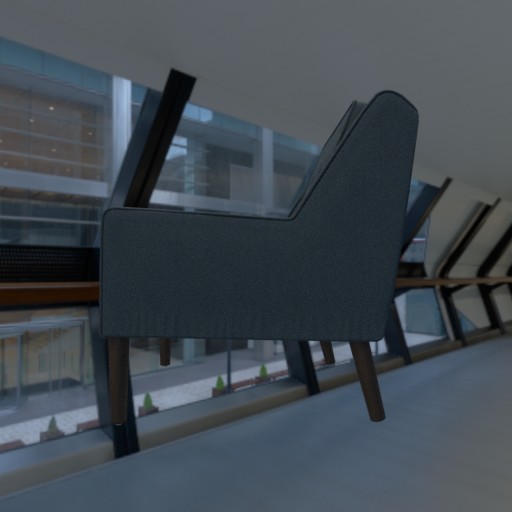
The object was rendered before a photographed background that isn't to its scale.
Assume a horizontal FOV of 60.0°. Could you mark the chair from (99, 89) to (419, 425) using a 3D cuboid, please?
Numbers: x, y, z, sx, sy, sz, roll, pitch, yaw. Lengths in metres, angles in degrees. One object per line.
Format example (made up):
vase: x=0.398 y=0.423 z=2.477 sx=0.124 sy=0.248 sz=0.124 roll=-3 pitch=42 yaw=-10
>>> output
chair: x=0.000 y=0.000 z=1.319 sx=0.733 sy=0.780 sz=0.663 roll=0 pitch=-1 yaw=-1
